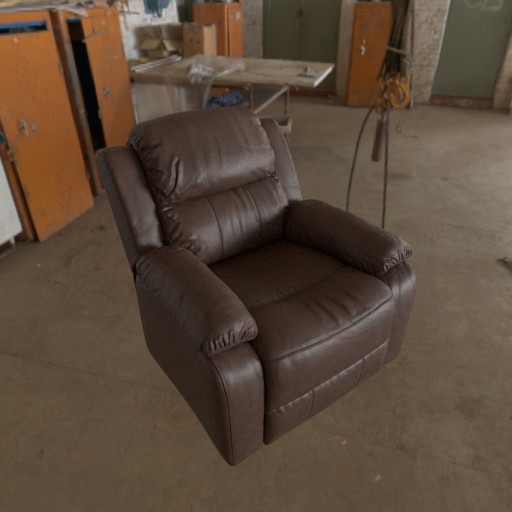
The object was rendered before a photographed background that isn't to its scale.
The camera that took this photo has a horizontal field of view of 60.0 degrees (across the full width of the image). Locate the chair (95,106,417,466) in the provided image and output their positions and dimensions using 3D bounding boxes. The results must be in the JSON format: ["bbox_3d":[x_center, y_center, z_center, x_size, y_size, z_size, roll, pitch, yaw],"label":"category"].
[{"bbox_3d":[0.000,0.000,1.256,0.680,0.702,0.707,-21,37,-31],"label":"chair"}]
